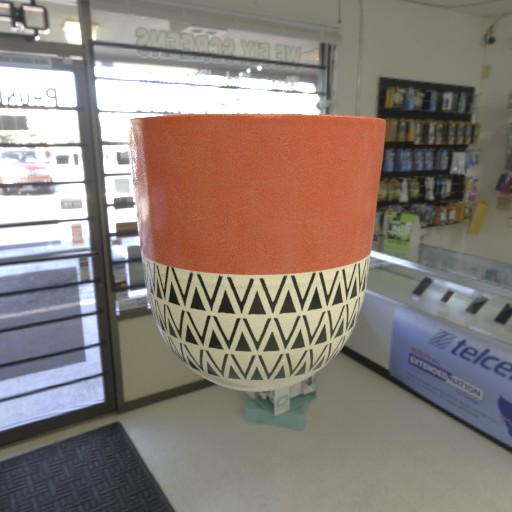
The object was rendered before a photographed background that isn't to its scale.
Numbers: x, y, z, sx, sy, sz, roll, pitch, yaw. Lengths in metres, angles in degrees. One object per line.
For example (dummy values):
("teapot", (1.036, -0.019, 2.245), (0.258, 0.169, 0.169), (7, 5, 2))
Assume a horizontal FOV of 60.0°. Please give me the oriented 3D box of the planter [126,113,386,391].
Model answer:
("planter", (0.000, 0.000, 0.370), (0.195, 0.214, 0.195), (0, 14, 0))
